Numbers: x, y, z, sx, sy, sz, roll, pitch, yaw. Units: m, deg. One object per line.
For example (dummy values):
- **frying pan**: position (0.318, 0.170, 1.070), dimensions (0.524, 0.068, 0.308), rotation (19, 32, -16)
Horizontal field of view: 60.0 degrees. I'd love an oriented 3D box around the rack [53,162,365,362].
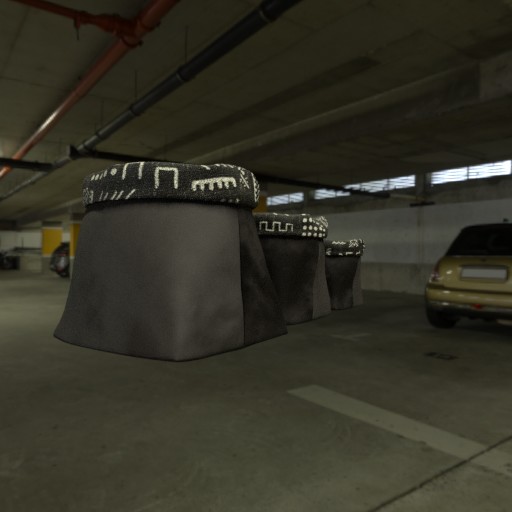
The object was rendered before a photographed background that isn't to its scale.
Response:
- **rack**: position (0.000, 0.000, 1.100), dimensions (0.379, 0.323, 0.905), rotation (0, 1, 36)
